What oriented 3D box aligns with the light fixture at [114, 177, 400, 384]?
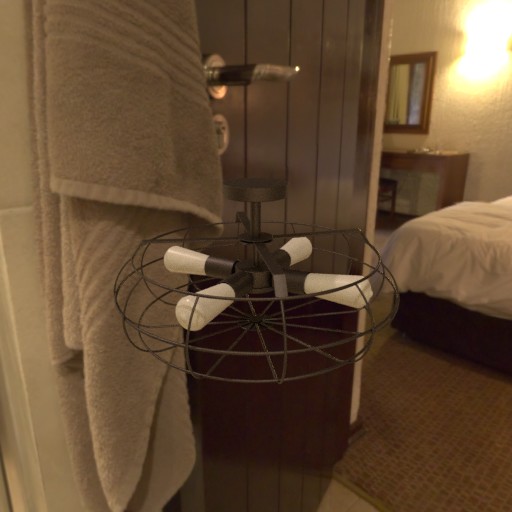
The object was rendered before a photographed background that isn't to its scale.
[{"bbox_3d":[0.000,0.000,0.931,0.582,0.311,0.582,0,17,0],"label":"light fixture"}]
